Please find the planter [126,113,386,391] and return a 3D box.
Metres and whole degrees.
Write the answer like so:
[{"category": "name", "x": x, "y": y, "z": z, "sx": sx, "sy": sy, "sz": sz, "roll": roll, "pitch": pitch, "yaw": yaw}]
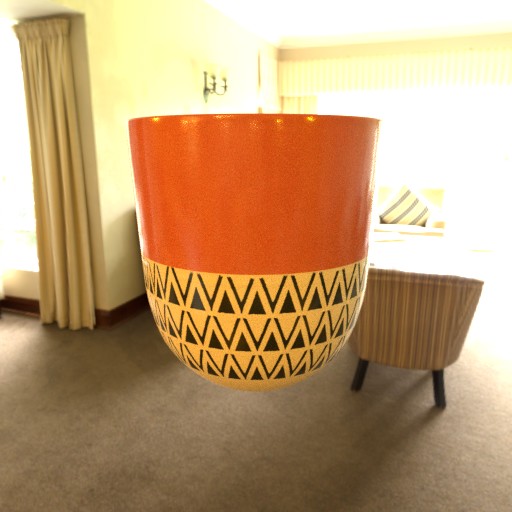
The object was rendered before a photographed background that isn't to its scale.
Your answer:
[{"category": "planter", "x": 0.000, "y": 0.000, "z": 0.370, "sx": 0.195, "sy": 0.214, "sz": 0.195, "roll": 0, "pitch": 14, "yaw": 0}]
